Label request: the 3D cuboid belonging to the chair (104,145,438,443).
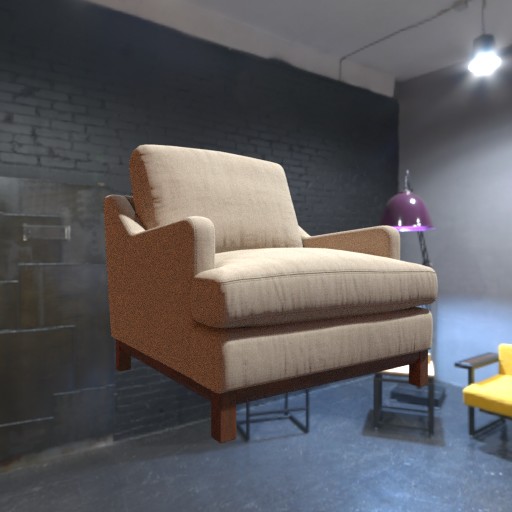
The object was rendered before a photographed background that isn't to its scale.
[{"bbox_3d":[0.000,0.000,1.713,0.912,0.916,1.001,0,1,-35],"label":"chair"}]
